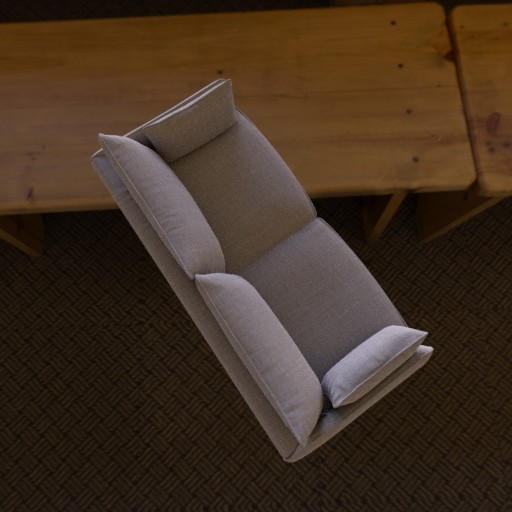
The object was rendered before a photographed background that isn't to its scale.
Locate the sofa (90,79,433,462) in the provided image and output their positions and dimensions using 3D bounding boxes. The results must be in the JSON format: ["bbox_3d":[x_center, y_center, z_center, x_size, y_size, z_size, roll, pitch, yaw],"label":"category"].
[{"bbox_3d":[0.000,0.000,2.518,0.972,0.851,1.989,-34,78,-8],"label":"sofa"}]
